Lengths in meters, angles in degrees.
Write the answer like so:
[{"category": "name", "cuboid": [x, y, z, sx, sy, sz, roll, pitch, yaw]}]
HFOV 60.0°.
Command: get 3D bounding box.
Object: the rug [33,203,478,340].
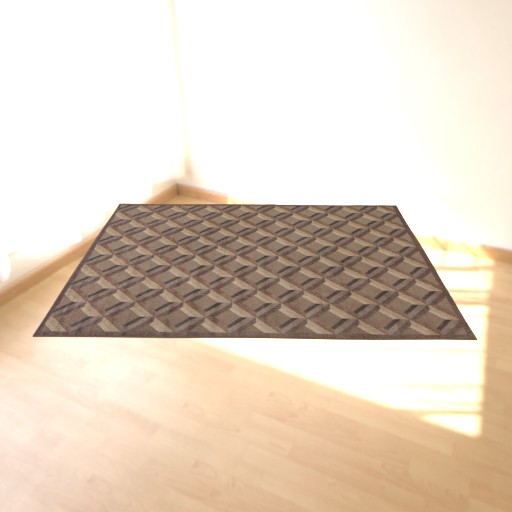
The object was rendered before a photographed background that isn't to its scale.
[{"category": "rug", "cuboid": [0.000, 0.000, 2.920, 2.260, 0.013, 1.600, 0, 31, 1]}]
